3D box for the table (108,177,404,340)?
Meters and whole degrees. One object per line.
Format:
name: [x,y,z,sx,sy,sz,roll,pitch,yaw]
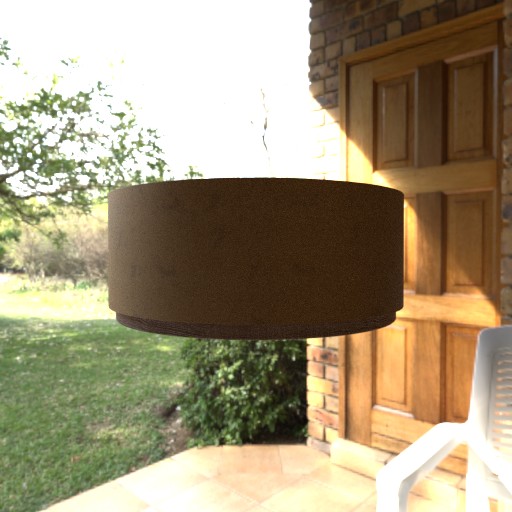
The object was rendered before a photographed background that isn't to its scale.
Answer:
table: [0.000,0.000,1.581,1.001,0.409,1.001,0,1,0]
